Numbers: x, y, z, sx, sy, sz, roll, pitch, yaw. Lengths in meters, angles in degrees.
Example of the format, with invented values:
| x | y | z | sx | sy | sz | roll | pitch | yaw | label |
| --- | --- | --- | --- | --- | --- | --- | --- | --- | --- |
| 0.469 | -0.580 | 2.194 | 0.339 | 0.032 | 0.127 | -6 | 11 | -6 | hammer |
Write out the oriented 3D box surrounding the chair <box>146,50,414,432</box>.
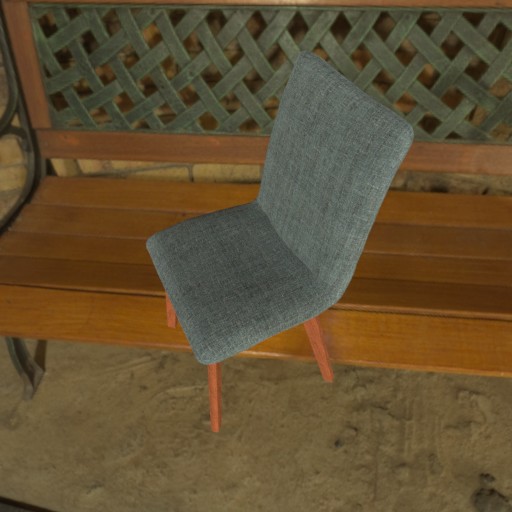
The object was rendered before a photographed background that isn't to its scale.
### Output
| x | y | z | sx | sy | sz | roll | pitch | yaw | label |
| --- | --- | --- | --- | --- | --- | --- | --- | --- | --- |
| 0.000 | 0.000 | 1.328 | 0.563 | 0.974 | 0.522 | -19 | 49 | -18 | chair |
